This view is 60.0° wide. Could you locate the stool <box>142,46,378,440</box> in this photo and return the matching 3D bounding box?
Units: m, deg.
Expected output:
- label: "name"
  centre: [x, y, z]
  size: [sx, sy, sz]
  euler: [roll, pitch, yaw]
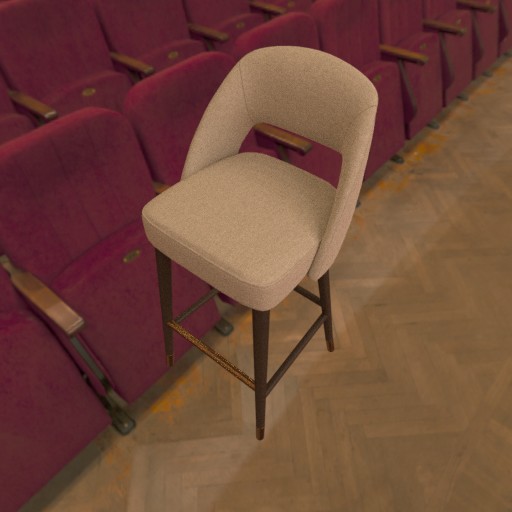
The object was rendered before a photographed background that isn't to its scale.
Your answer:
- label: "stool"
  centre: [0.000, 0.000, 1.313]
  size: [0.494, 1.037, 0.509]
  euler: [30, 52, 27]
